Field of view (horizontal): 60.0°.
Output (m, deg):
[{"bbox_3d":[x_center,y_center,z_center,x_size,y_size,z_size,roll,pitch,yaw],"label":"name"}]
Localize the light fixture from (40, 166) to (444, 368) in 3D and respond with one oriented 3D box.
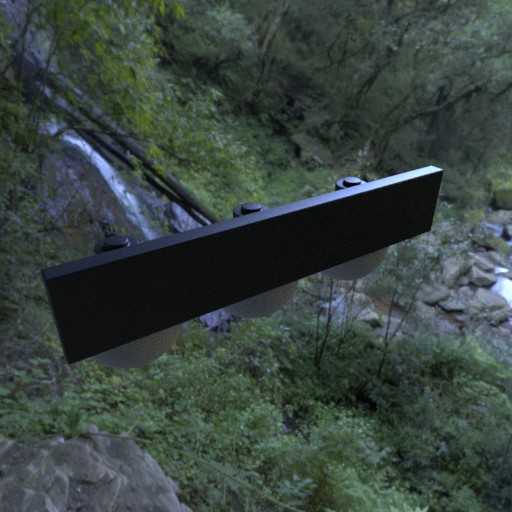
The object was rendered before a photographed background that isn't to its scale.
[{"bbox_3d":[0.000,0.000,0.826,0.721,0.263,0.218,-18,34,-28],"label":"light fixture"}]
